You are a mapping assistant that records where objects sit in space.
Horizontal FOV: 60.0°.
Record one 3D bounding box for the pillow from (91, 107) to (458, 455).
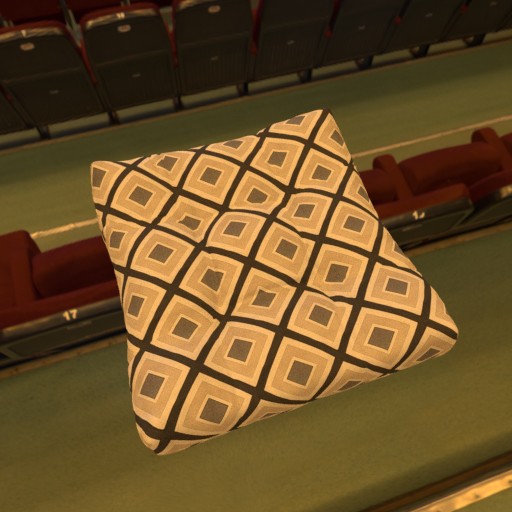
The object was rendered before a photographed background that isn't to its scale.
[{"bbox_3d":[0.000,0.000,0.724,0.468,0.128,0.490,-16,61,-9],"label":"pillow"}]
